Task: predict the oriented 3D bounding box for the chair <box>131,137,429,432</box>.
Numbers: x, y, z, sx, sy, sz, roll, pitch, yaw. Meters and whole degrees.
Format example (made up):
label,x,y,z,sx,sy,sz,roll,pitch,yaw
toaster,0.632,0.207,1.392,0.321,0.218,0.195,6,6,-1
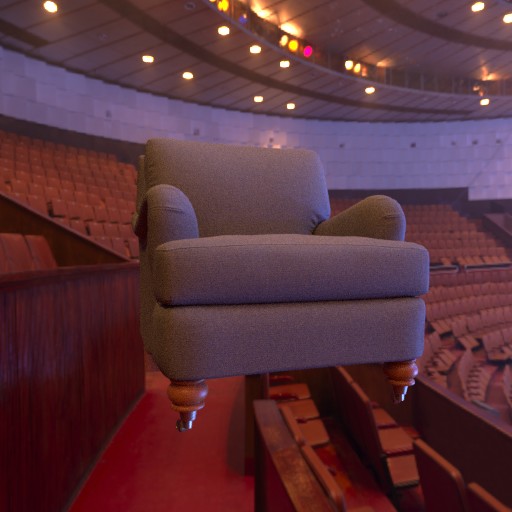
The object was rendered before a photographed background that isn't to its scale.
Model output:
label,x,y,z,sx,sy,sz,roll,pitch,yaw
chair,0.000,0.000,1.821,0.955,1.038,1.070,0,1,-19
